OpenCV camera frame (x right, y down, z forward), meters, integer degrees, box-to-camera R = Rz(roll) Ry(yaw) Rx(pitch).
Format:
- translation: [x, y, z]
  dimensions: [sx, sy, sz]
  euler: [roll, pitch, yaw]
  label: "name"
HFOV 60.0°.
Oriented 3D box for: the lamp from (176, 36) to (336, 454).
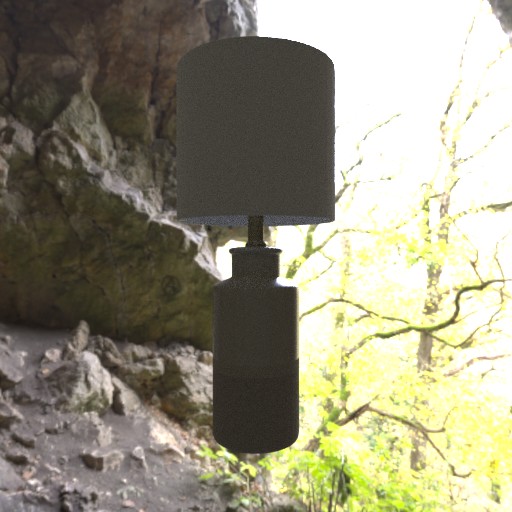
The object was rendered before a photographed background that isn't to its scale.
- translation: [0.000, 0.000, 0.602]
  dimensions: [0.212, 0.493, 0.212]
  euler: [0, 0, -19]
  label: "lamp"
